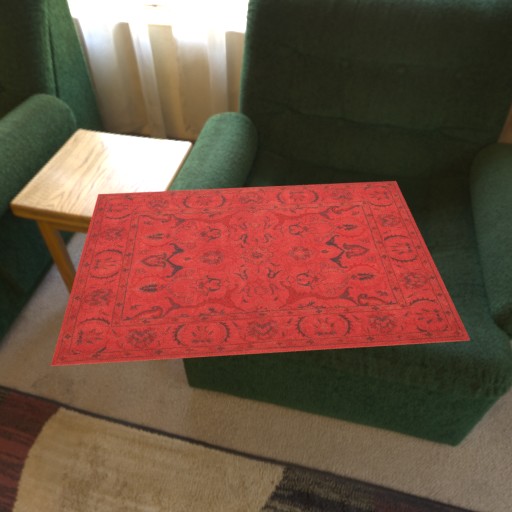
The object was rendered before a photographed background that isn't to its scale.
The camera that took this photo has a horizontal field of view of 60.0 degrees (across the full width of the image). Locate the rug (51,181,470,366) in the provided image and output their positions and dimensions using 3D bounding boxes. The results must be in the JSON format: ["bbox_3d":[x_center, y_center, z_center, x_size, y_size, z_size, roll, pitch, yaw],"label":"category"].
[{"bbox_3d":[0.000,0.000,3.077,2.423,0.010,1.534,-3,47,-3],"label":"rug"}]
